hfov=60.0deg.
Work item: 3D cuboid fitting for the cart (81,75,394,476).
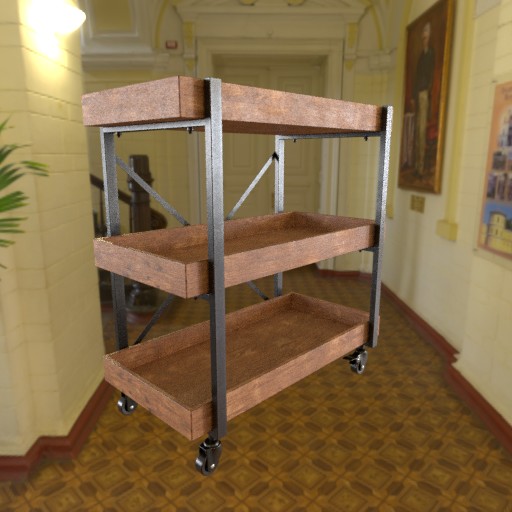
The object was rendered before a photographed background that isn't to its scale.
[{"bbox_3d":[0.000,0.000,1.213,0.411,0.800,0.750,12,18,43],"label":"cart"}]
